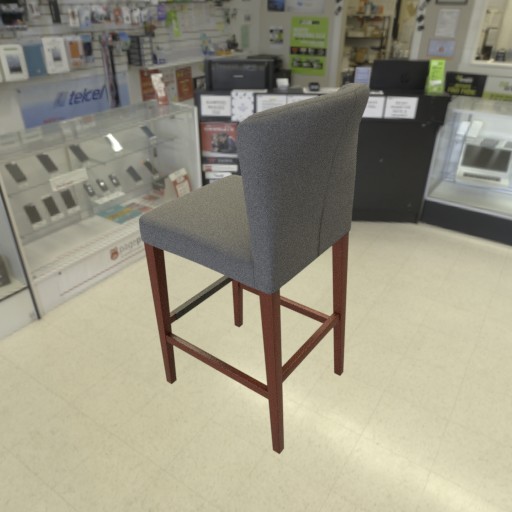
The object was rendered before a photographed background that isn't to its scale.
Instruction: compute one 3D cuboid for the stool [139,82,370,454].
[{"bbox_3d":[0.000,0.000,1.412,0.568,1.069,0.481,21,36,31],"label":"stool"}]
